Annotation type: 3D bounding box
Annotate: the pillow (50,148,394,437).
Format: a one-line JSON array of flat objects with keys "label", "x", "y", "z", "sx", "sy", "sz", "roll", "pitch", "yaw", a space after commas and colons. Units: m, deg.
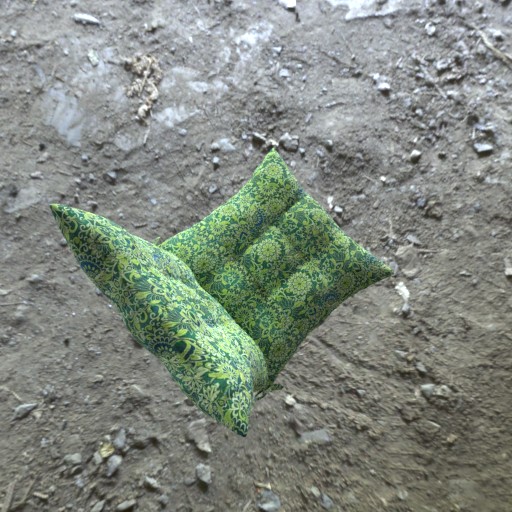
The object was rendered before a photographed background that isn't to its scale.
[{"label": "pillow", "x": 0.000, "y": 0.000, "z": 1.007, "sx": 0.585, "sy": 0.536, "sz": 0.541, "roll": -41, "pitch": 79, "yaw": -9}]
